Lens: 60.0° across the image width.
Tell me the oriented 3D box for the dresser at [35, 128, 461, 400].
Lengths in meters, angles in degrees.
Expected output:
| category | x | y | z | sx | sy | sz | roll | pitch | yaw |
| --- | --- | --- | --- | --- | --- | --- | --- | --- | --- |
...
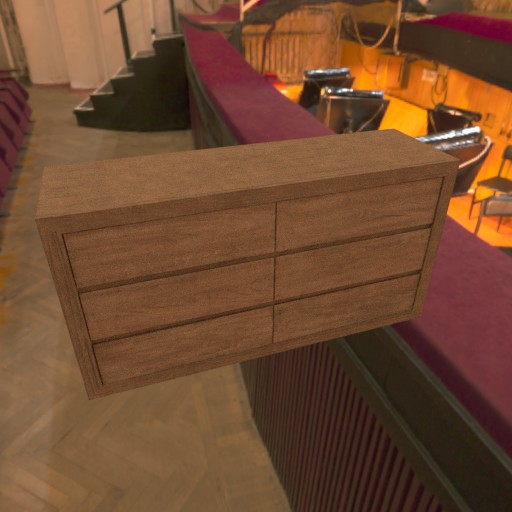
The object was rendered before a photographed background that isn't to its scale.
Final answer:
| category | x | y | z | sx | sy | sz | roll | pitch | yaw |
| --- | --- | --- | --- | --- | --- | --- | --- | --- | --- |
| dresser | 0.000 | 0.000 | 2.038 | 1.628 | 0.889 | 0.483 | -10 | 34 | -16 |
